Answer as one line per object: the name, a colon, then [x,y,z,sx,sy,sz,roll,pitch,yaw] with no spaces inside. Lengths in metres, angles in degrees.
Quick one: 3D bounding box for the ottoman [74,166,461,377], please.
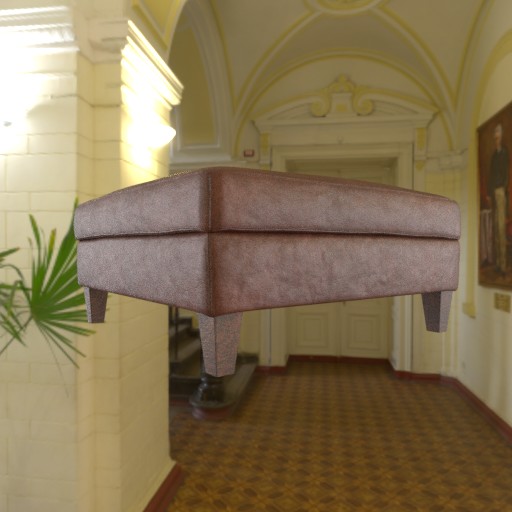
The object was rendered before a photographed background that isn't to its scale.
ottoman: [0.000,0.000,1.305,0.836,0.415,0.844,0,1,-37]
